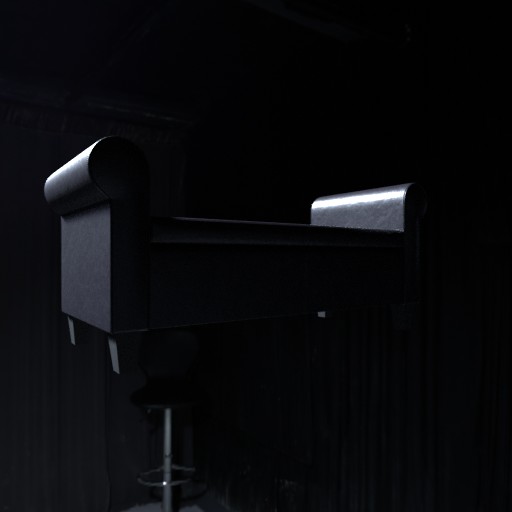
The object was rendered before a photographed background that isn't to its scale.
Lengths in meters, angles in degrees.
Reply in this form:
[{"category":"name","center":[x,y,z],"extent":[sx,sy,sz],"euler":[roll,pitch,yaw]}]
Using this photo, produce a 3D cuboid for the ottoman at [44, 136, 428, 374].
[{"category":"ottoman","center":[0.000,0.000,1.533],"extent":[1.256,0.547,0.521],"euler":[0,0,-35]}]
